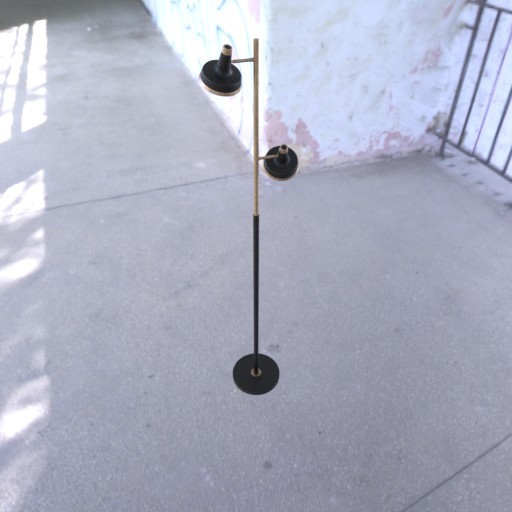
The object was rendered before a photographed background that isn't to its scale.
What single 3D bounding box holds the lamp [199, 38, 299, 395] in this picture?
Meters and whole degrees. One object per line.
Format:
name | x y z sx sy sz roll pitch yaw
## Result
lamp | 0.000 0.000 1.847 0.351 1.674 0.253 -11 42 -13
